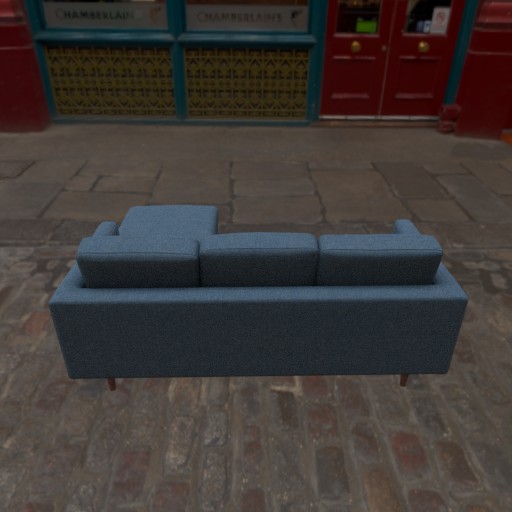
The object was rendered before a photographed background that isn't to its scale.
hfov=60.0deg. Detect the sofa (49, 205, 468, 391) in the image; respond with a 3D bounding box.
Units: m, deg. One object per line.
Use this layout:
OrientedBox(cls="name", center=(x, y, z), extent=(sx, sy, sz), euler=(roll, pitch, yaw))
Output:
OrientedBox(cls="sofa", center=(0.000, 0.000, 2.973), extent=(2.055, 0.957, 1.667), euler=(-1, 30, -1))
